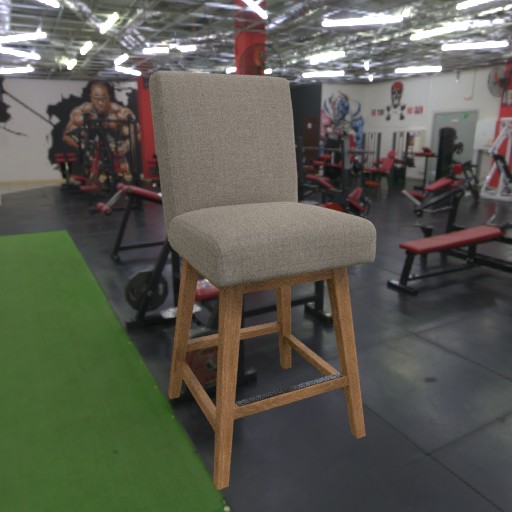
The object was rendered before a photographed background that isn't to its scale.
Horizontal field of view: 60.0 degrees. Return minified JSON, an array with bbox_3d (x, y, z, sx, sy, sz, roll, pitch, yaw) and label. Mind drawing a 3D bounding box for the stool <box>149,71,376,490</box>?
[{"bbox_3d":[0.000,0.000,1.263,0.459,1.010,0.526,-8,18,-25],"label":"stool"}]
